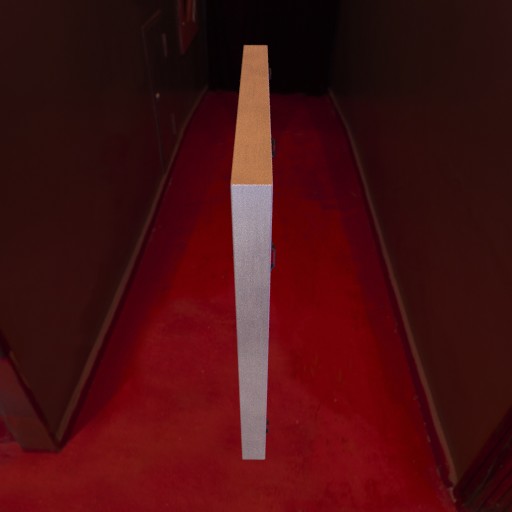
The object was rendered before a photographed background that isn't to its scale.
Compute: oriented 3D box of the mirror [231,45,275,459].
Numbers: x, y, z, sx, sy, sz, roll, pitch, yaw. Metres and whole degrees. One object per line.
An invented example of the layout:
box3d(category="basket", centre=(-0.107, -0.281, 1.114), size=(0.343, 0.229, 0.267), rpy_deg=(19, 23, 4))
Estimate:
box3d(category="mirror", centre=(0.000, 0.000, 0.696), size=(0.041, 0.509, 0.406), rpy_deg=(0, 41, 0))
